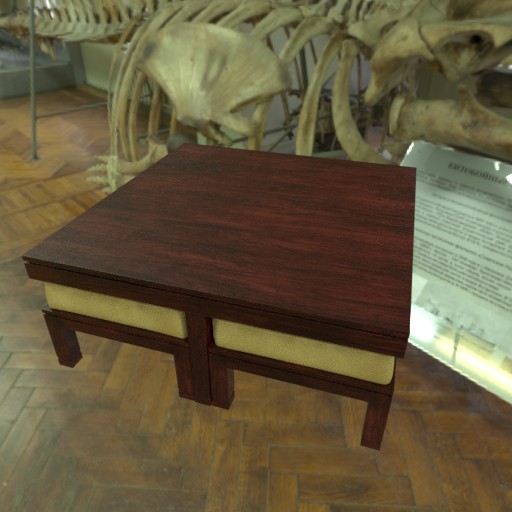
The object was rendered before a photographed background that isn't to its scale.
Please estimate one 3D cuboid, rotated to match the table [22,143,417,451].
[{"bbox_3d":[0.000,0.000,1.359,0.865,0.356,0.865,10,34,15],"label":"table"}]
